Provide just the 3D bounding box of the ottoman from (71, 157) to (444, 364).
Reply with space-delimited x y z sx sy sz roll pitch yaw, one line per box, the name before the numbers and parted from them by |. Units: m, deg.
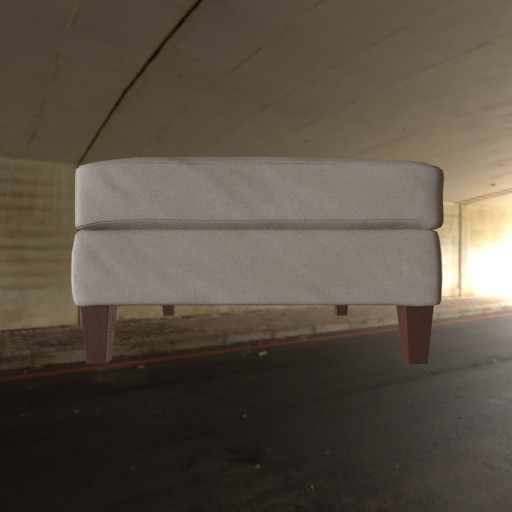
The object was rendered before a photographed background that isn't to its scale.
ottoman | 0.000 0.000 1.443 0.836 0.492 1.002 0 0 0
